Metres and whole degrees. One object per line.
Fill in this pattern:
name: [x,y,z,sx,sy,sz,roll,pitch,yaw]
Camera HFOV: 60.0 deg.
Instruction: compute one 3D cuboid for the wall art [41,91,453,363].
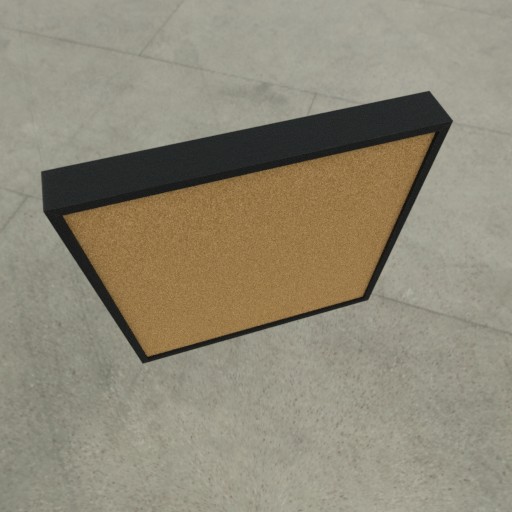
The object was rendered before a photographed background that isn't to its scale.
wall art: [0.000,0.000,0.455,0.305,0.305,0.037,-14,59,-9]
